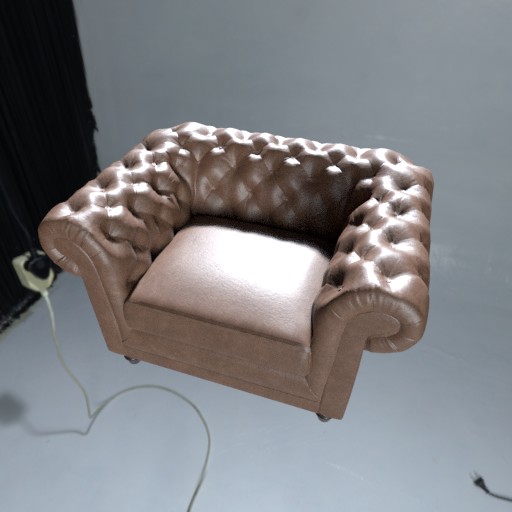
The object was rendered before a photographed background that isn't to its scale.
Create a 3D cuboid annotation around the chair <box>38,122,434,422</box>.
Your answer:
[{"bbox_3d":[0.000,0.000,1.862,1.298,0.784,0.954,12,41,14],"label":"chair"}]
